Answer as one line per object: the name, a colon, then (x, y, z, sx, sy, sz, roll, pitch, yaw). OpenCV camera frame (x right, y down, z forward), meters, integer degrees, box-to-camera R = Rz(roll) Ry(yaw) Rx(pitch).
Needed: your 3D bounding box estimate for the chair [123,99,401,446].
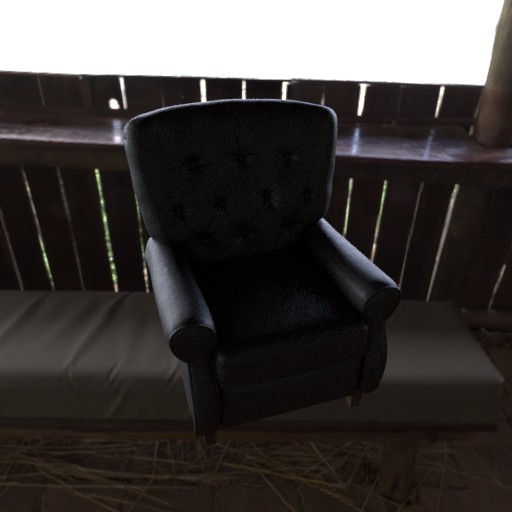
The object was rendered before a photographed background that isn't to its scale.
chair: (0.000, 0.000, 1.923, 0.948, 1.158, 1.058, -9, 31, -15)
